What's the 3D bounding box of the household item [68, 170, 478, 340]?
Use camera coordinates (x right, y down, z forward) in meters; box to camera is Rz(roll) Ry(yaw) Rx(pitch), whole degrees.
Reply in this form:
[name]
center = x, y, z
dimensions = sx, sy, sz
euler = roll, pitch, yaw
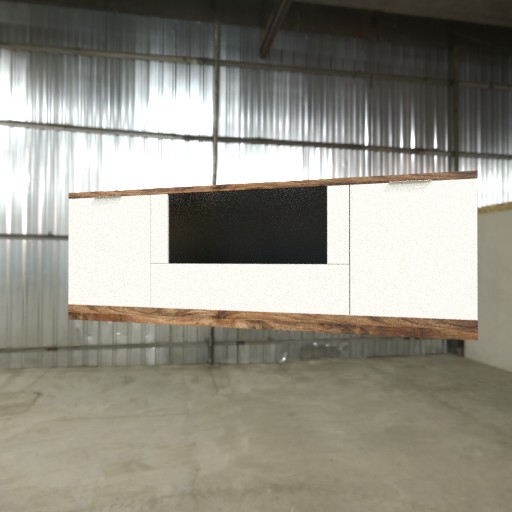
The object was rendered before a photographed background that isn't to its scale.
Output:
[household item]
center = 0.000, 0.000, 2.047
dimensions = 1.800, 0.615, 0.390
euler = 0, 0, 18
